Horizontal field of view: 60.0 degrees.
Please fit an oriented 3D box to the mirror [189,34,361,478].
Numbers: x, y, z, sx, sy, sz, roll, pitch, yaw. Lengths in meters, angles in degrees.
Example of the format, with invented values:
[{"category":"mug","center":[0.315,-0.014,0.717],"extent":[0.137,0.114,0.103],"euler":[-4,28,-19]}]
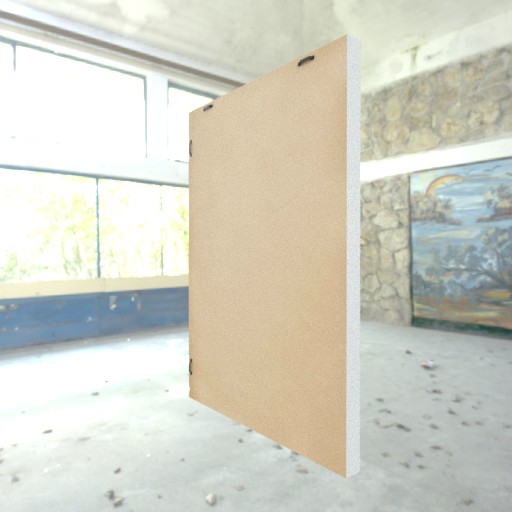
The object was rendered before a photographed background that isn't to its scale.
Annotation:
[{"category":"mirror","center":[0.000,0.000,0.916],"extent":[0.039,0.710,0.507],"euler":[0,1,-38]}]
